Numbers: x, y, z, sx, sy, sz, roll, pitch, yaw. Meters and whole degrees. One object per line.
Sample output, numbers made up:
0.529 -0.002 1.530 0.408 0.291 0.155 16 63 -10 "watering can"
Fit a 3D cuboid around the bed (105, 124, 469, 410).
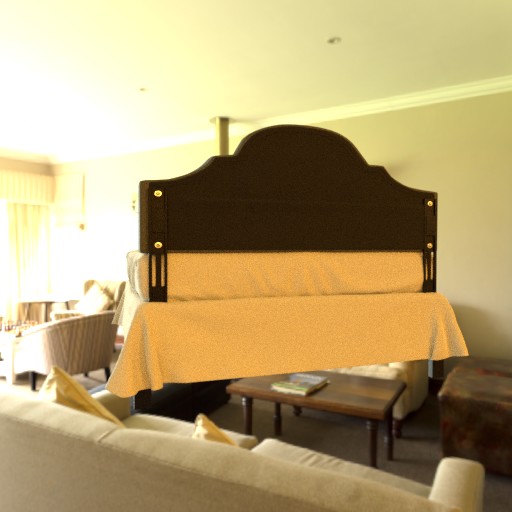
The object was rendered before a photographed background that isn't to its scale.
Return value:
0.000 0.000 3.624 2.303 1.631 2.222 0 1 -18 "bed"
